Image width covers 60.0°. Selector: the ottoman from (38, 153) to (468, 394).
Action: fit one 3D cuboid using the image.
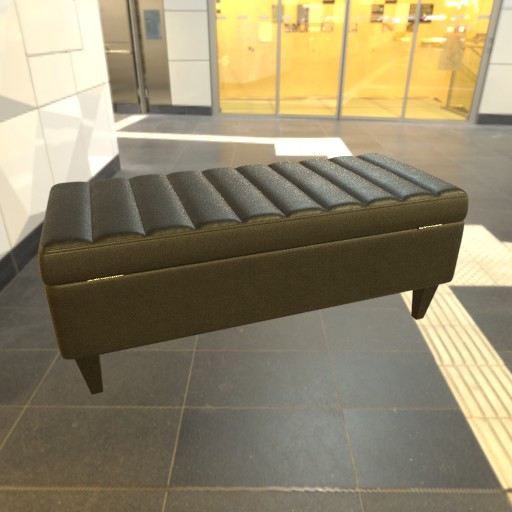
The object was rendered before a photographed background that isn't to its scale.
[{"bbox_3d":[0.000,0.000,1.384,1.151,0.469,0.482,-9,29,-17],"label":"ottoman"}]
